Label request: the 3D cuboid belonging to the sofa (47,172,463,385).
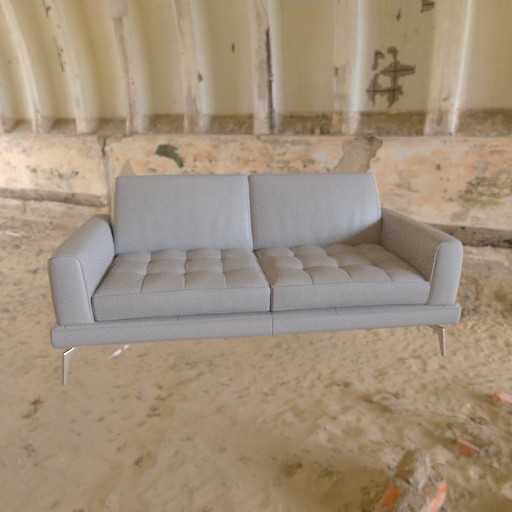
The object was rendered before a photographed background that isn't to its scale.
[{"bbox_3d":[0.000,0.000,2.723,2.177,0.930,1.121,-2,17,-7],"label":"sofa"}]
